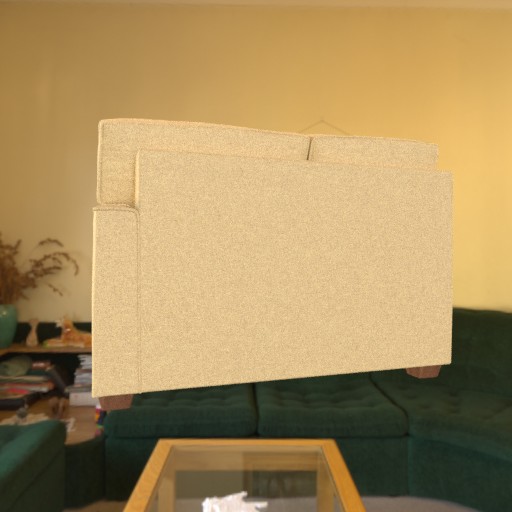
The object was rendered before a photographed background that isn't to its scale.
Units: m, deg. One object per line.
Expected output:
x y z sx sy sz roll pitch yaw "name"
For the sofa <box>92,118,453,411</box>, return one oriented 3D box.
0.000 0.000 2.019 1.388 0.989 0.991 0 0 -18 "sofa"
